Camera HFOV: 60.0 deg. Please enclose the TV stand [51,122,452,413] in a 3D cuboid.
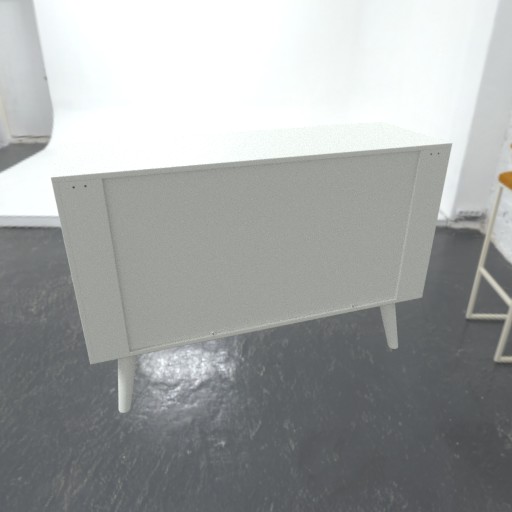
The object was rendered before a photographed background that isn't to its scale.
[{"bbox_3d":[0.000,0.000,1.604,1.193,0.812,0.406,-9,28,-17],"label":"TV stand"}]
